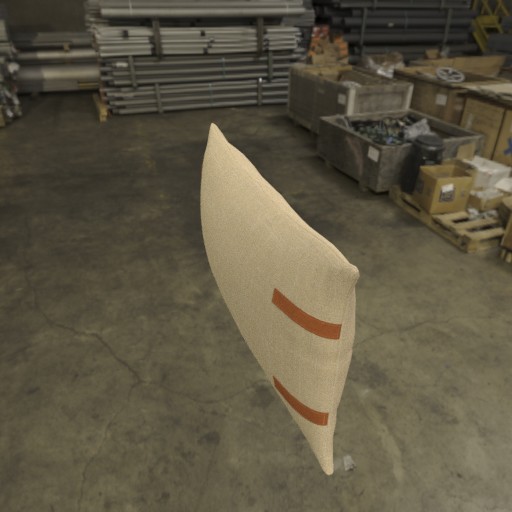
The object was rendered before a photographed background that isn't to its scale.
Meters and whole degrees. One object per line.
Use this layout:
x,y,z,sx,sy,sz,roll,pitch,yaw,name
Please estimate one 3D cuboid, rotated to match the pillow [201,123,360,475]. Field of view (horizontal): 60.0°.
0.000,0.000,0.735,0.148,0.308,0.612,-9,32,-15,pillow
